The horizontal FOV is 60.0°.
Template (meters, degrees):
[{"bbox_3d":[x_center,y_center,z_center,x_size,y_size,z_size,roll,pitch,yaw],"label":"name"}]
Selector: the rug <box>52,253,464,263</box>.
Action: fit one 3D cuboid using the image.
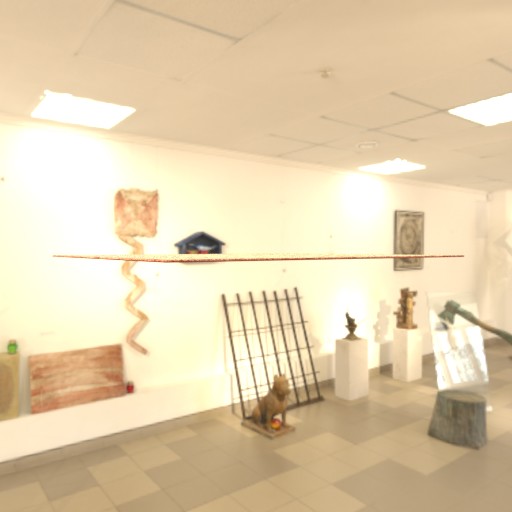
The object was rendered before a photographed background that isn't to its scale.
[{"bbox_3d":[0.000,0.000,4.191,3.050,0.016,2.441,-1,1,-37],"label":"rug"}]
